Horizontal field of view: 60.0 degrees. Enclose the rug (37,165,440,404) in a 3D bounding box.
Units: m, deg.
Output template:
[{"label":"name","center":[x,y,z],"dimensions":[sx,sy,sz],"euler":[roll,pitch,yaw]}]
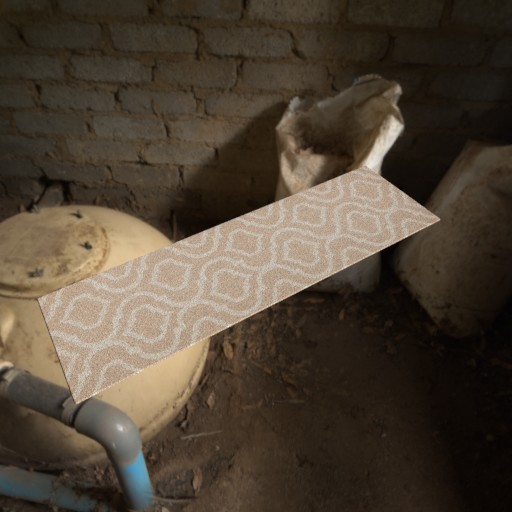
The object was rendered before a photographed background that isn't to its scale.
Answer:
[{"label":"rug","center":[0.000,0.000,2.551],"dimensions":[2.289,0.013,0.691],"euler":[-24,51,-22]}]
